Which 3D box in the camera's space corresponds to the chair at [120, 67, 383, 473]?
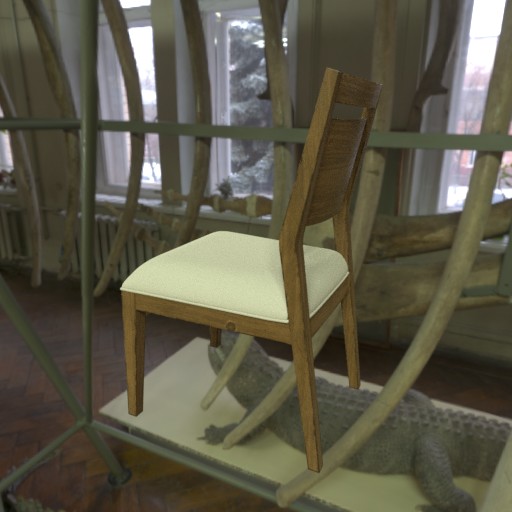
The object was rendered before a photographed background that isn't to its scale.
[{"bbox_3d":[0.000,0.000,1.270,0.610,0.939,0.497,8,19,25],"label":"chair"}]
